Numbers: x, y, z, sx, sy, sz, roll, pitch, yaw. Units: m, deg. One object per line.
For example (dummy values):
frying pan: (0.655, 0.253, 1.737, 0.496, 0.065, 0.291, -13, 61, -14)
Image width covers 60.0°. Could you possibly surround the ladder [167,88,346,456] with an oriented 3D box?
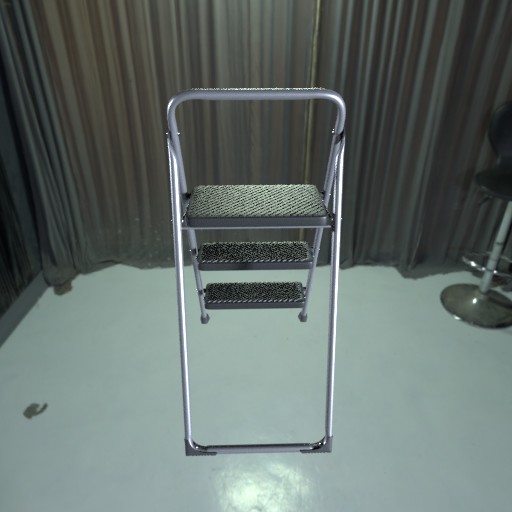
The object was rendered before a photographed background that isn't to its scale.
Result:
ladder: (0.000, 0.000, 1.278, 0.430, 0.945, 0.629, -1, 31, -1)
